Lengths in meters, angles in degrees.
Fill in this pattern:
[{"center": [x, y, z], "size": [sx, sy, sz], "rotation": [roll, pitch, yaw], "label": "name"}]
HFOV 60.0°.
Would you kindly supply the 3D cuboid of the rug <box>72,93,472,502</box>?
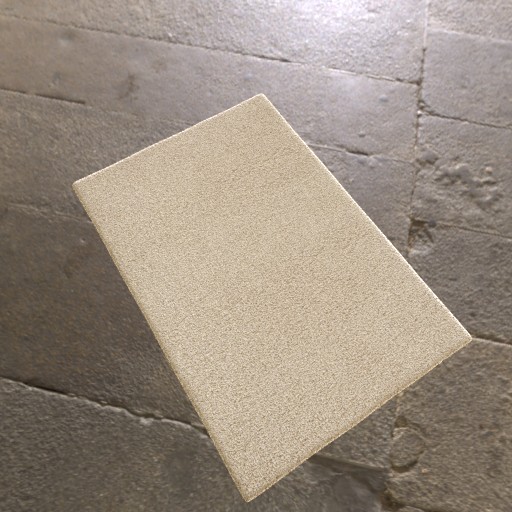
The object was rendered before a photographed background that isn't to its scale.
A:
[{"center": [0.000, 0.000, 2.202], "size": [1.219, 0.030, 1.778], "rotation": [-30, 68, -13], "label": "rug"}]
